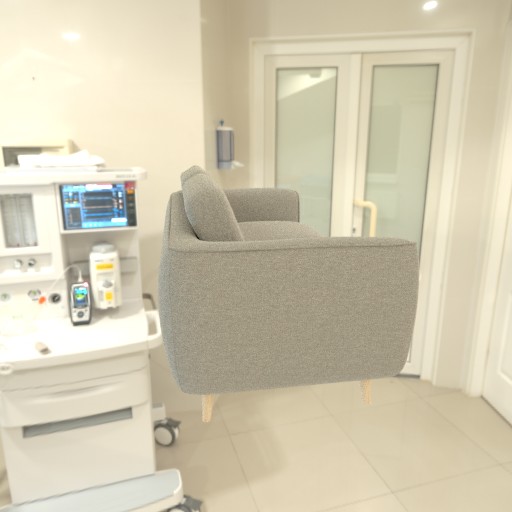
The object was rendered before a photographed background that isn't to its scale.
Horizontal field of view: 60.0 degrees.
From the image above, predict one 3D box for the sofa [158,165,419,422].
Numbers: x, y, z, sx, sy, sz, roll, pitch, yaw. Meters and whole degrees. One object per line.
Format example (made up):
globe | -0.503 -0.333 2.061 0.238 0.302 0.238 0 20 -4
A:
sofa | 0.000 0.000 2.231 0.920 0.850 1.700 -3 15 -10
